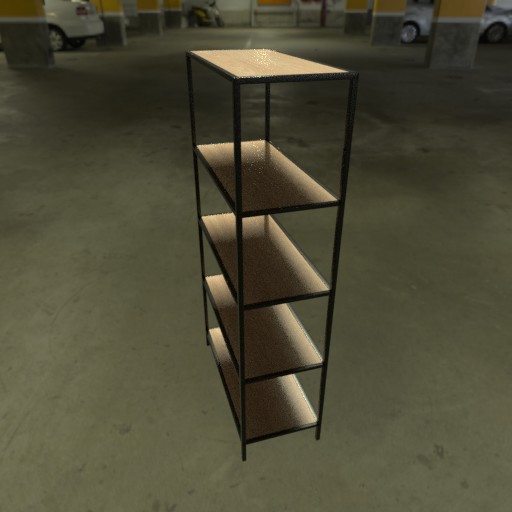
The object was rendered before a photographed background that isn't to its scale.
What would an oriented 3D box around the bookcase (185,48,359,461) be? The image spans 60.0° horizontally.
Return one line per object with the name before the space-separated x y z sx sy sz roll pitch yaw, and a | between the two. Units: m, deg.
bookcase | 0.000 0.000 1.842 0.350 1.500 0.770 -9 31 -15
